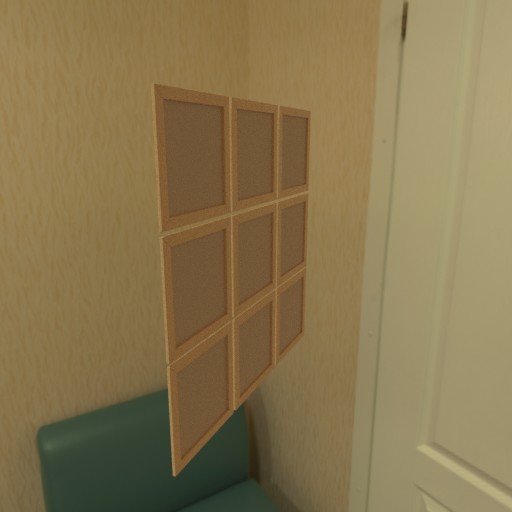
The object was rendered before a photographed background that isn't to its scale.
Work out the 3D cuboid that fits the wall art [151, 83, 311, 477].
[{"bbox_3d":[0.000,0.000,2.282,0.014,1.507,1.519,7,16,25],"label":"wall art"}]
